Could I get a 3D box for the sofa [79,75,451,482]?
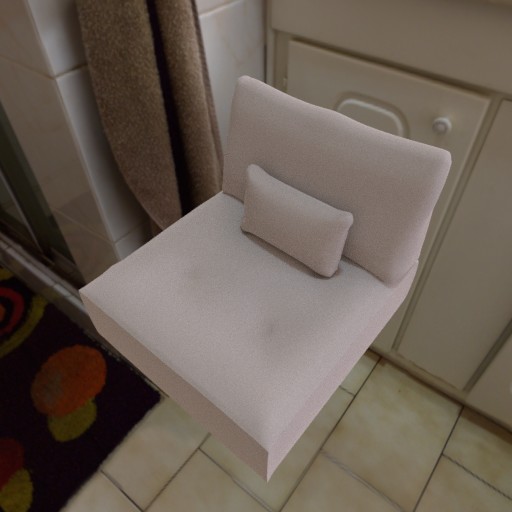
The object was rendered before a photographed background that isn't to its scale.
[{"bbox_3d":[0.000,0.000,1.664,0.935,0.828,1.000,31,54,26],"label":"sofa"}]
